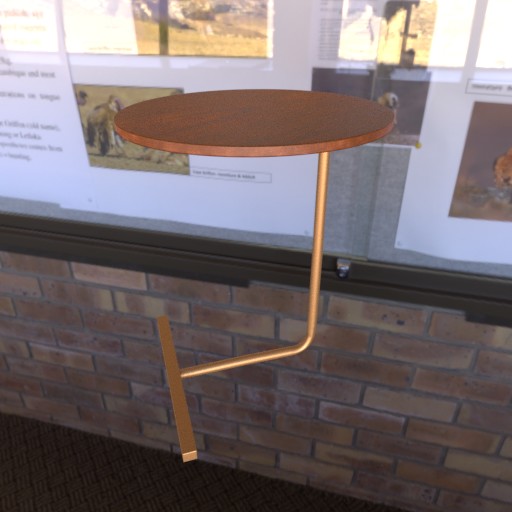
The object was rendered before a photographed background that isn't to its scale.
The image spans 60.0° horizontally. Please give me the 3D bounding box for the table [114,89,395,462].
[{"bbox_3d":[0.000,0.000,1.109,0.577,0.706,0.530,-9,31,-15],"label":"table"}]
